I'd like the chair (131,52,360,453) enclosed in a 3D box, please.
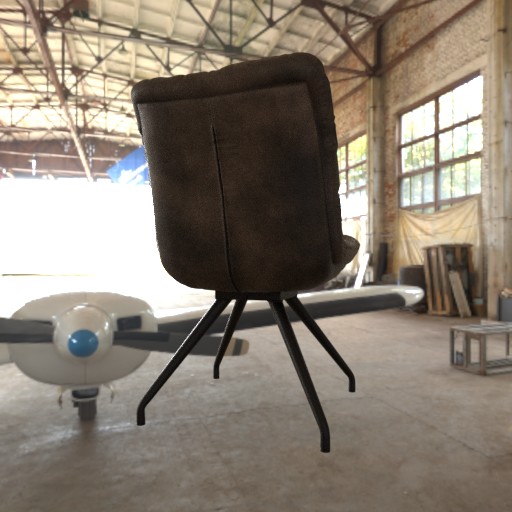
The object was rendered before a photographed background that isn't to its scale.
[{"bbox_3d":[0.000,0.000,1.270,0.549,0.870,0.622,0,0,19],"label":"chair"}]
